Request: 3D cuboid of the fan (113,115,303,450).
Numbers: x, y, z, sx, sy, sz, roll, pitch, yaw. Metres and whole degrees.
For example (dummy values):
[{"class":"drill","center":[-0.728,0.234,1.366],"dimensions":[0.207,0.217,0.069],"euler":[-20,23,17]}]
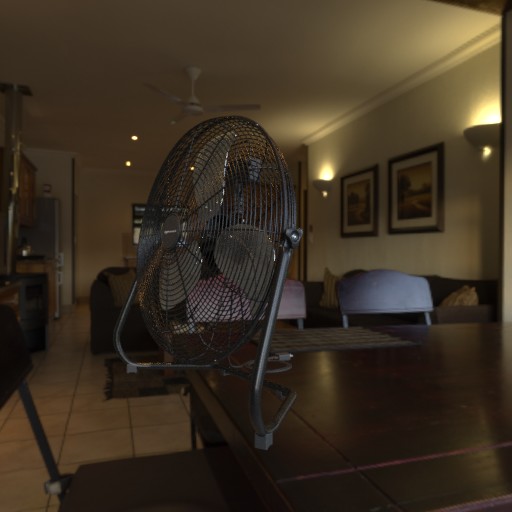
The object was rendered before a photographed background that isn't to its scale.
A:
[{"class":"fan","center":[0.000,0.000,0.942],"dimensions":[0.424,0.546,0.555],"euler":[0,0,-37]}]
